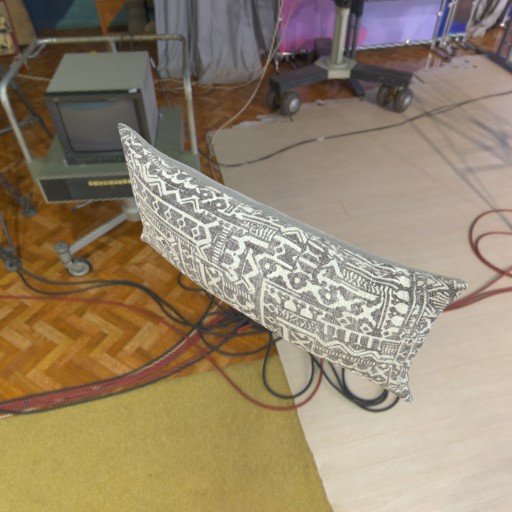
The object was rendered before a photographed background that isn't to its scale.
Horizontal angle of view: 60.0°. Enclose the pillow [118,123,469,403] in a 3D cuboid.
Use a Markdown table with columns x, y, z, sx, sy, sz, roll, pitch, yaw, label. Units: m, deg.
| x | y | z | sx | sy | sz | roll | pitch | yaw | label |
| --- | --- | --- | --- | --- | --- | --- | --- | --- | --- |
| 0.000 | 0.000 | 0.744 | 0.631 | 0.290 | 0.148 | 29 | 52 | 25 | pillow |
